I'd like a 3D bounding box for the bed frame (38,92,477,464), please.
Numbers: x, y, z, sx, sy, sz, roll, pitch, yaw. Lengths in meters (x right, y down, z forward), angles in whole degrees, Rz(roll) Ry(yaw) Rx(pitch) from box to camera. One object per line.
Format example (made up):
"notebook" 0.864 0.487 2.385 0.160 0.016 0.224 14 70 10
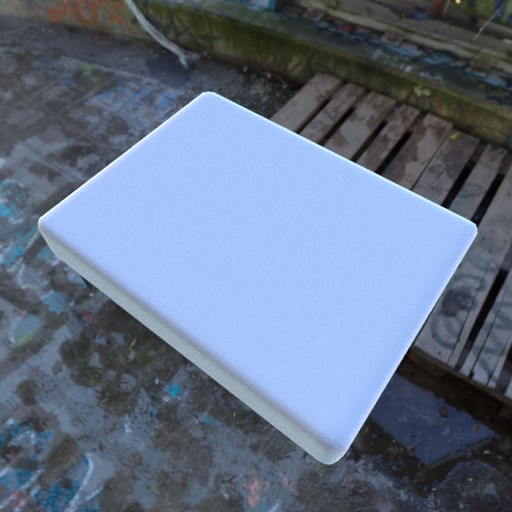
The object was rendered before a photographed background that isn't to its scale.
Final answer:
"bed frame" 0.000 0.000 2.764 2.037 0.677 1.528 32 62 19
